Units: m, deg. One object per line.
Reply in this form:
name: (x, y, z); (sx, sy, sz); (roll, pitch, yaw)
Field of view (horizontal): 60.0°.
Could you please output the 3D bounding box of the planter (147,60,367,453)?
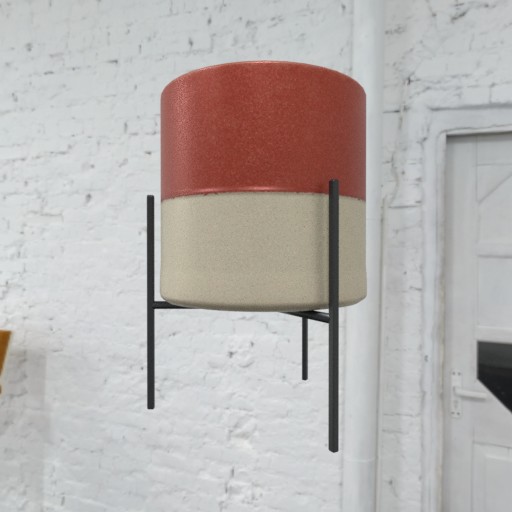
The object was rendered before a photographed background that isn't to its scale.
planter: (0.000, 0.000, 0.514); (0.251, 0.354, 0.235); (0, 0, -1)
